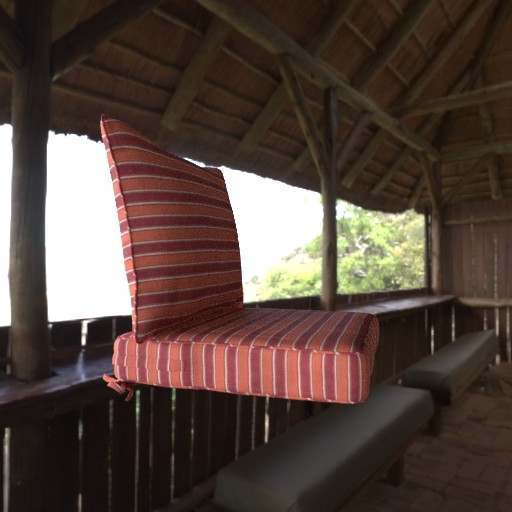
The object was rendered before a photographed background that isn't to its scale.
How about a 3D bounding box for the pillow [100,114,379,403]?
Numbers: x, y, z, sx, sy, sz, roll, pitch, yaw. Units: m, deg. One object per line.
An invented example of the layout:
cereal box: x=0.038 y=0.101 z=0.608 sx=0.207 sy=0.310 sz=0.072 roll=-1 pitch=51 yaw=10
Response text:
pillow: x=0.000 y=0.000 z=1.403 sx=0.733 sy=0.723 sz=0.799 roll=0 pitch=0 yaw=17
